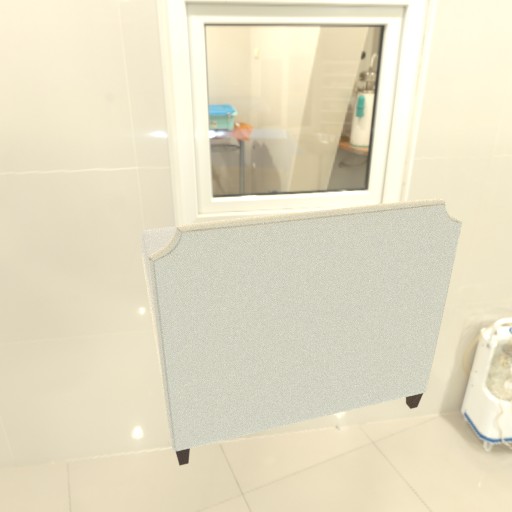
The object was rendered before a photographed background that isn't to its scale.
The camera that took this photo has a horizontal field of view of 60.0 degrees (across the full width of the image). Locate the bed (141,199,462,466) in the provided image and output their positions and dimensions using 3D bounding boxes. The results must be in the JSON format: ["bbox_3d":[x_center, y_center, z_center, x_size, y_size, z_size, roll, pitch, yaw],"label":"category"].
[{"bbox_3d":[0.000,0.000,3.486,1.712,1.497,2.372,-7,26,-15],"label":"bed"}]
